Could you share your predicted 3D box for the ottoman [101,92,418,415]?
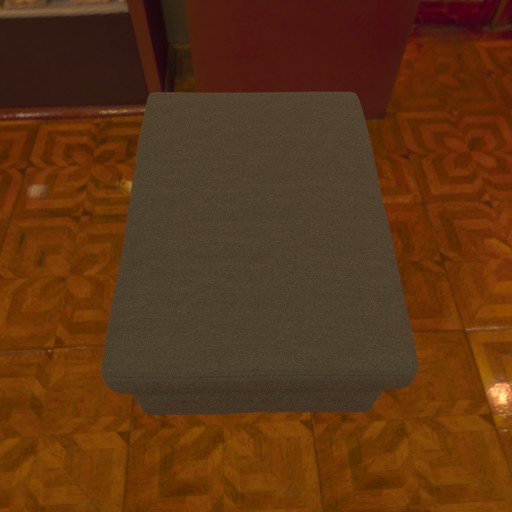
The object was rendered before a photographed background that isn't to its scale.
[{"bbox_3d":[0.000,0.000,1.131,0.569,0.500,0.771,-1,57,0],"label":"ottoman"}]
